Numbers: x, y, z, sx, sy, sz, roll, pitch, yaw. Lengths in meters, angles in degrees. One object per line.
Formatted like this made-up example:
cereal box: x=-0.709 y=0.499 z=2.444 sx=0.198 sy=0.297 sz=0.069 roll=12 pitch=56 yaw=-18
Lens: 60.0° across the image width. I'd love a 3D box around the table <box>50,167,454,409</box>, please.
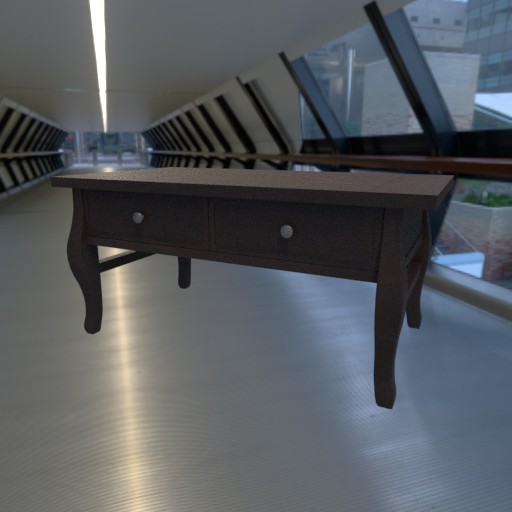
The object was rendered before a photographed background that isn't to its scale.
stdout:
table: x=0.000 y=0.000 z=1.389 sx=1.062 sy=0.494 sz=0.600 roll=7 pitch=16 yaw=25
